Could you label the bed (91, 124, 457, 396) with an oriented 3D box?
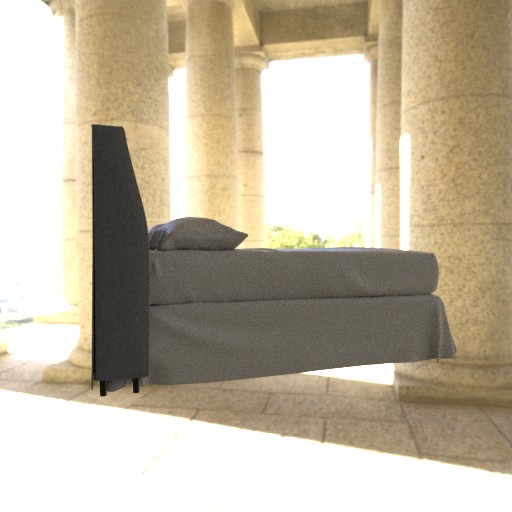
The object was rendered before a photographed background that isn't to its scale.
[{"bbox_3d":[0.000,0.000,3.343,2.276,1.332,1.925,0,1,-18],"label":"bed"}]
